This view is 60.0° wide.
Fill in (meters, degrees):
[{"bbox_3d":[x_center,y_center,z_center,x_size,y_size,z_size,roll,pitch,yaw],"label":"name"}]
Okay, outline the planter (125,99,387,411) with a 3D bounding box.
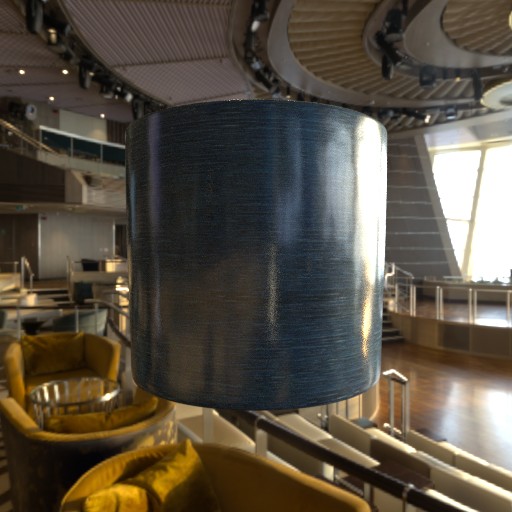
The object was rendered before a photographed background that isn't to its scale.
[{"bbox_3d":[0.000,0.000,0.392,0.221,0.201,0.221,0,1,0],"label":"planter"}]
